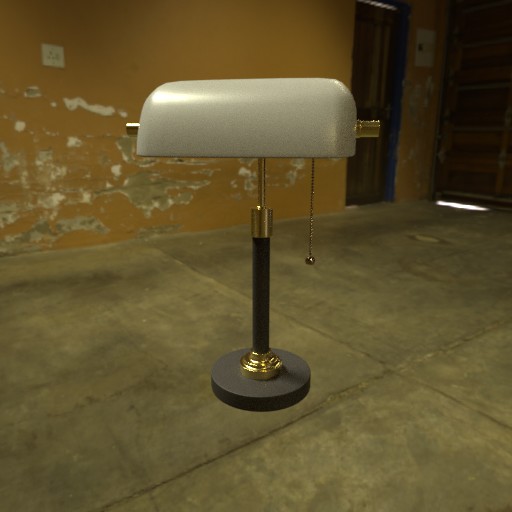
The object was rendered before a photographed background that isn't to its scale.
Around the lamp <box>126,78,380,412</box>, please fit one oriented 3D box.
[{"bbox_3d":[0.000,0.000,0.555,0.269,0.404,0.227,2,15,9],"label":"lamp"}]
